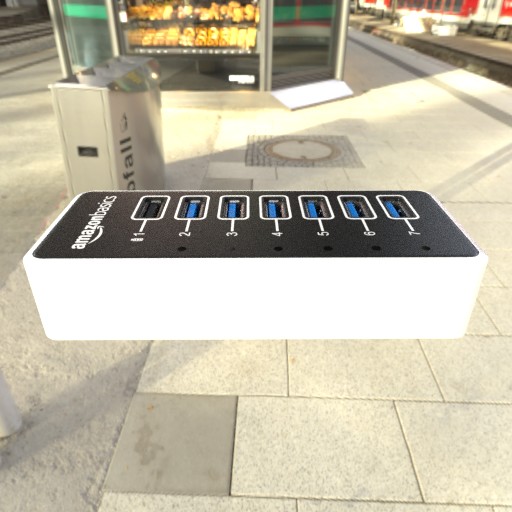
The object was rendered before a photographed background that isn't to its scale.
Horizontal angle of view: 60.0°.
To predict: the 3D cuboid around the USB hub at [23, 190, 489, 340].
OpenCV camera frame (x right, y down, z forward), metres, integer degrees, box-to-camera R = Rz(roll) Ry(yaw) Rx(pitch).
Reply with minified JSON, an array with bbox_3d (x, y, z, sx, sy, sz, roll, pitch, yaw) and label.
[{"bbox_3d":[0.000,0.000,0.125,0.110,0.023,0.044,0,31,0],"label":"USB hub"}]
